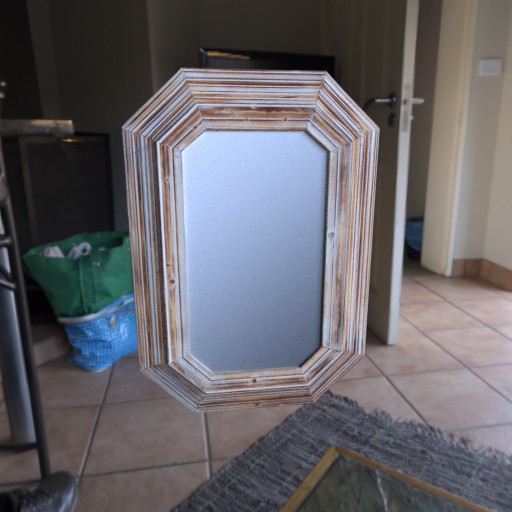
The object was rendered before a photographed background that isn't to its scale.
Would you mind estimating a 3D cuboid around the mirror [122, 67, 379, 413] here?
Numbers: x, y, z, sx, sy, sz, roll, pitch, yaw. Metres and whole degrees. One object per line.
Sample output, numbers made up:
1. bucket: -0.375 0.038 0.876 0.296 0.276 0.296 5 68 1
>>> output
1. mirror: 0.000 0.000 1.289 0.709 1.015 0.061 -2 14 -8
